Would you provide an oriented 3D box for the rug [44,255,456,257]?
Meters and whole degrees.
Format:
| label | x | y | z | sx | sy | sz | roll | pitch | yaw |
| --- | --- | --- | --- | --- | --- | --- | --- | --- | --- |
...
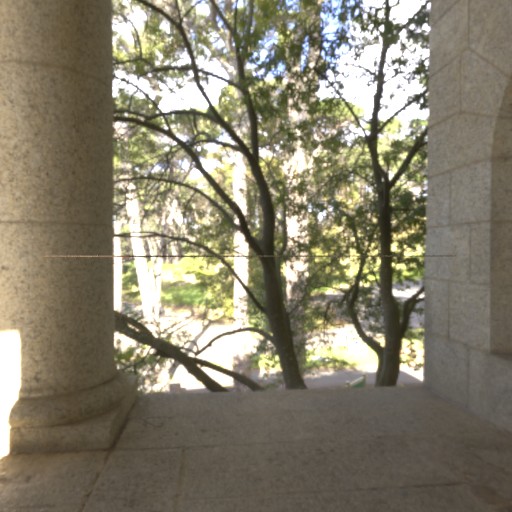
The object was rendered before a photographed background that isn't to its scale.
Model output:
| label | x | y | z | sx | sy | sz | roll | pitch | yaw |
| --- | --- | --- | --- | --- | --- | --- | --- | --- | --- |
| rug | 0.000 | 0.000 | 3.030 | 2.435 | 0.006 | 1.521 | 0 | 0 | -36 |
